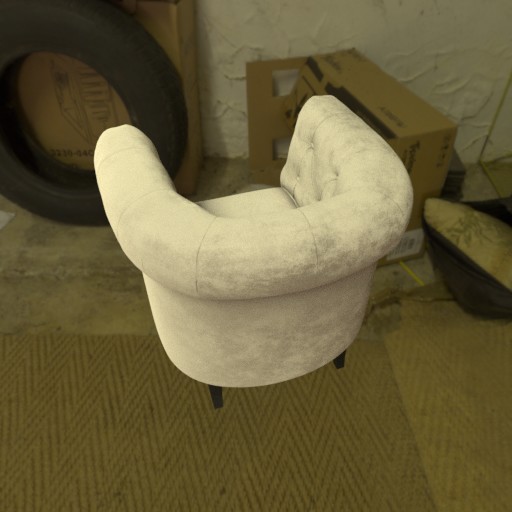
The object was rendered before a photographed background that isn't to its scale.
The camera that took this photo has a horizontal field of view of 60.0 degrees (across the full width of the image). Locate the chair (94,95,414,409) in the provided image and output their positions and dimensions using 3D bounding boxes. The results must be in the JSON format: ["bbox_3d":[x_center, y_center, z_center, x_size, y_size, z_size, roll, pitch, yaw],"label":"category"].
[{"bbox_3d":[0.000,0.000,1.548,0.904,0.826,0.851,-14,44,-15],"label":"chair"}]
